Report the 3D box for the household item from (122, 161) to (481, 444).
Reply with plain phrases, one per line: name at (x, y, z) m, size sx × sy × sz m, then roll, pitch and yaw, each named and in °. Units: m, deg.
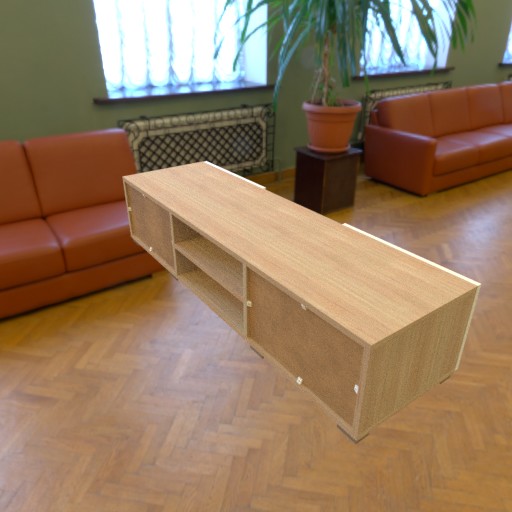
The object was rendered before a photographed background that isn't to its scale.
household item at (0.000, 0.000, 1.603) m, size 0.420 × 0.310 × 1.400 m, roll -19°, pitch 33°, yaw -31°
